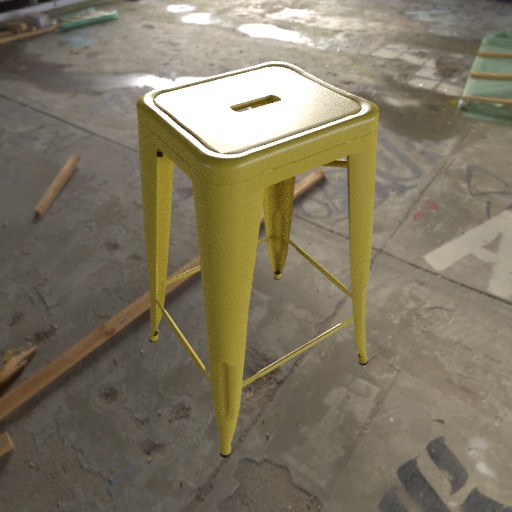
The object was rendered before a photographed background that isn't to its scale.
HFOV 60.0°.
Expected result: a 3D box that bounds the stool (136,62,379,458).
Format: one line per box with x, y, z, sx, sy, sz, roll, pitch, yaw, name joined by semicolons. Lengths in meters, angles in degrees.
0.000;0.000;0.850;0.399;0.609;0.359;-25;48;-25;stool
